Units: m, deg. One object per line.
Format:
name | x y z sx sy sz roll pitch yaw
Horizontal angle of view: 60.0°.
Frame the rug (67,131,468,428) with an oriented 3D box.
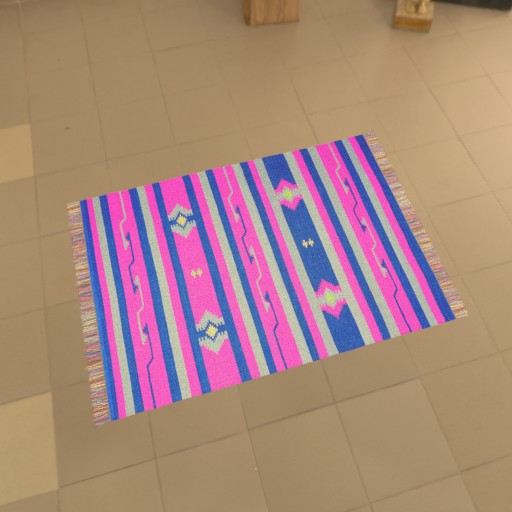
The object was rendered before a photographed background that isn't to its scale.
rug | 0.000 0.000 2.932 2.350 0.013 1.539 -15 65 -7
